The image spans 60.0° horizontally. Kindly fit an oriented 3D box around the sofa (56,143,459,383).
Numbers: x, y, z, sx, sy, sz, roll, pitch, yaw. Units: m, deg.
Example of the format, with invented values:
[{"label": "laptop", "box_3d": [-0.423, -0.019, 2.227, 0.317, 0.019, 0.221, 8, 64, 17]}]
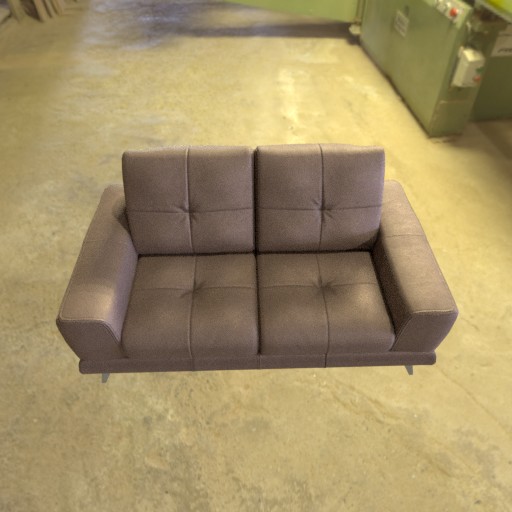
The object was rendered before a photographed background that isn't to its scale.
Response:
[{"label": "sofa", "box_3d": [0.000, 0.000, 2.328, 1.806, 0.907, 1.018, -1, 45, -1]}]
